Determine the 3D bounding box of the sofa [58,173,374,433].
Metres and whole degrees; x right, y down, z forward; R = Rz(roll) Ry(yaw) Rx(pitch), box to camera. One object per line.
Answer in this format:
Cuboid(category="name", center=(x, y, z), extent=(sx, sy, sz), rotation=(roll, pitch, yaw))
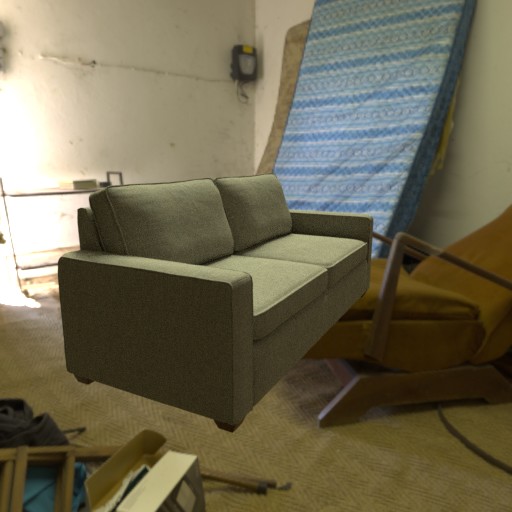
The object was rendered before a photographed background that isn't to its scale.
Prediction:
Cuboid(category="sofa", center=(0.000, 0.000, 2.655), extent=(0.945, 0.918, 2.078), rotation=(7, 14, 27))
